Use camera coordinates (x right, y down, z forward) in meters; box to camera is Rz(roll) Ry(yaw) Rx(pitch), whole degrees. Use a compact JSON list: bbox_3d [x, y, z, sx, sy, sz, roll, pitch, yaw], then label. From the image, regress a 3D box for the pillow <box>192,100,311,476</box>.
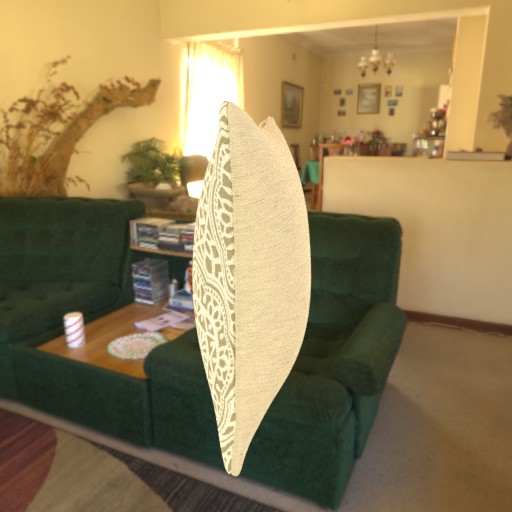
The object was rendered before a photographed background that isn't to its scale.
[{"bbox_3d":[0.000,0.000,0.670,0.167,0.421,0.438,2,15,7],"label":"pillow"}]
